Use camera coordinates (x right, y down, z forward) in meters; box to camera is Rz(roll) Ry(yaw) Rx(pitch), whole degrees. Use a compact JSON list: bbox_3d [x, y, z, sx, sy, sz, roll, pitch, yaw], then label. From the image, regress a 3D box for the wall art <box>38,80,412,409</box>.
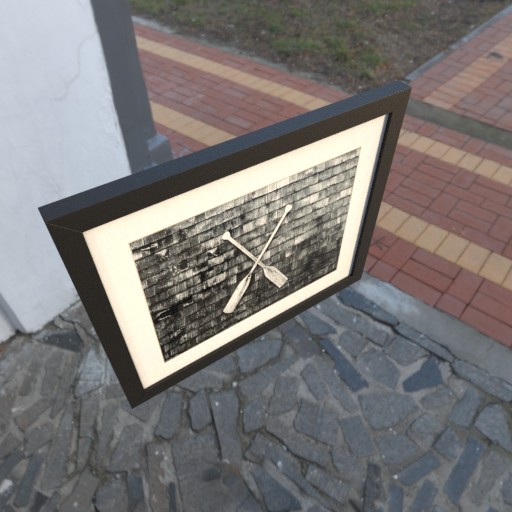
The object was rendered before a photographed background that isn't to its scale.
[{"bbox_3d":[0.000,0.000,0.751,0.558,0.457,0.029,-26,52,-22],"label":"wall art"}]
